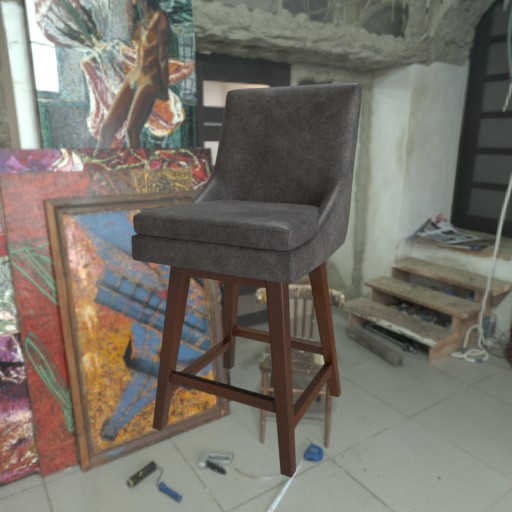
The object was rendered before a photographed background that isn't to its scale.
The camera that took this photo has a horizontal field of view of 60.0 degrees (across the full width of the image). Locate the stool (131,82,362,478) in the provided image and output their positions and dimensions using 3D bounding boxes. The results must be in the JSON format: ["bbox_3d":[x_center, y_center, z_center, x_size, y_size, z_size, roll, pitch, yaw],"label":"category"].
[{"bbox_3d":[0.000,0.000,1.376,0.492,1.046,0.587,7,16,26],"label":"stool"}]
